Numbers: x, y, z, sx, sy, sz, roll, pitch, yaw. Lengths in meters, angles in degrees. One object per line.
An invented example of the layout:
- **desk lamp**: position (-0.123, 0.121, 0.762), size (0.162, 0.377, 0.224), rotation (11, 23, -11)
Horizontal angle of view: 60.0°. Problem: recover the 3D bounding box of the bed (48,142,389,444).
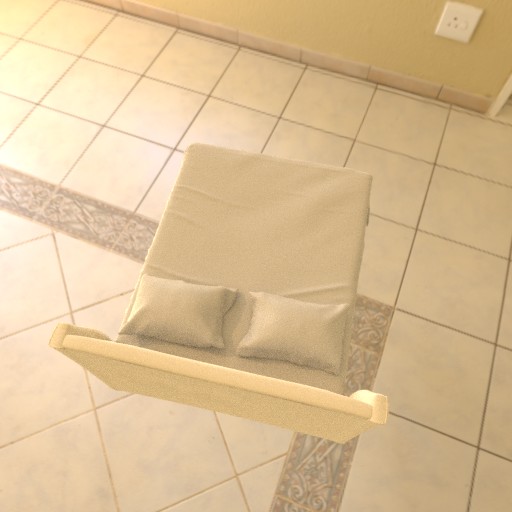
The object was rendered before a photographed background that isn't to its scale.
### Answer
- **bed**: position (0.000, 0.000, 3.456), size (1.925, 1.332, 2.276), rotation (11, 64, 6)
